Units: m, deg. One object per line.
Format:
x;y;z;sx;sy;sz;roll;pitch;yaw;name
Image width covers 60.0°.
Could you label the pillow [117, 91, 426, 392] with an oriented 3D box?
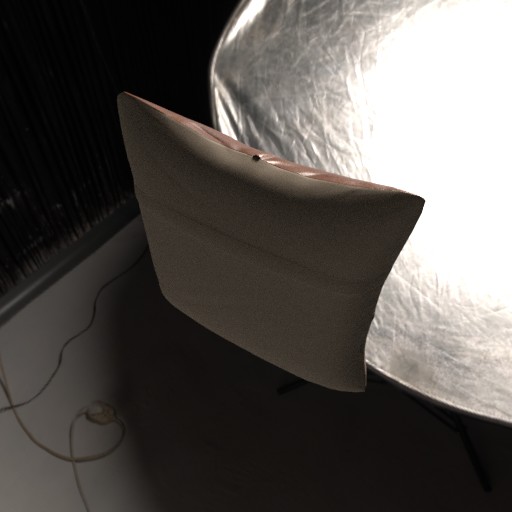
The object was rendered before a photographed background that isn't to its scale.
0.000;0.000;0.750;0.484;0.470;0.192;24;51;21;pillow
